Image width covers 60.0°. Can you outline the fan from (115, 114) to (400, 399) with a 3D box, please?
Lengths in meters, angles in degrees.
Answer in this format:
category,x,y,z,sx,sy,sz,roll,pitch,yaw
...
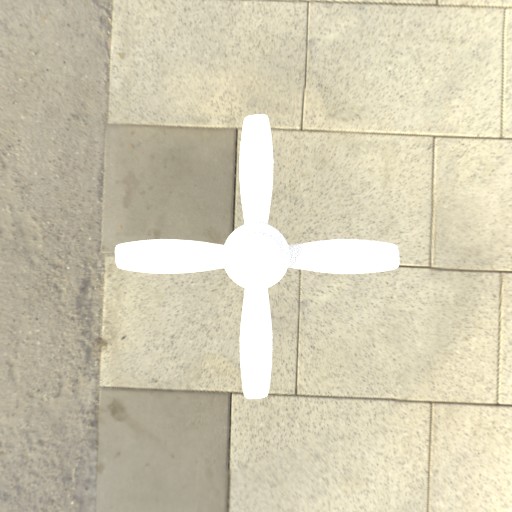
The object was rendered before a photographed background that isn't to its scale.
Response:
category,x,y,z,sx,sy,sz,roll,pitch,yaw
fan,0.000,0.000,2.542,1.693,0.382,1.694,0,89,1
